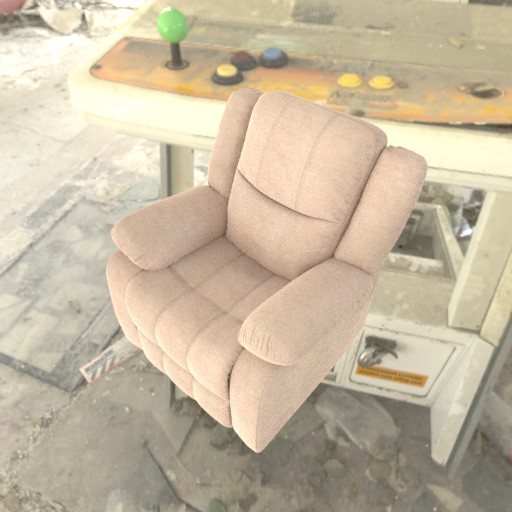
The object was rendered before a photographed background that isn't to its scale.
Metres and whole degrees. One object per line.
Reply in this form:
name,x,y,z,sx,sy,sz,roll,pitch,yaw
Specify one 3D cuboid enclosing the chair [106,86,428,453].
chair,0.000,0.000,1.741,0.899,1.008,0.944,32,53,28
